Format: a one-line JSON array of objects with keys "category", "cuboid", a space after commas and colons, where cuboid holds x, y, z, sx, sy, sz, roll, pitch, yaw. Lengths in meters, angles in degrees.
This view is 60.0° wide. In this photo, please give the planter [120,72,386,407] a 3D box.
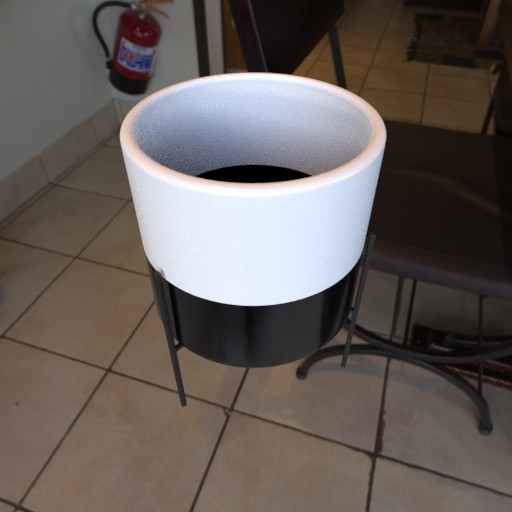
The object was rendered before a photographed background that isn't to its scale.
[{"category": "planter", "cuboid": [0.000, 0.000, 0.654, 0.310, 0.432, 0.310, 0, 42, 0]}]
